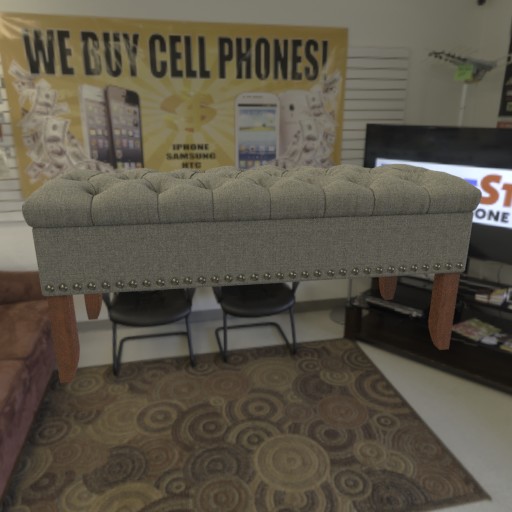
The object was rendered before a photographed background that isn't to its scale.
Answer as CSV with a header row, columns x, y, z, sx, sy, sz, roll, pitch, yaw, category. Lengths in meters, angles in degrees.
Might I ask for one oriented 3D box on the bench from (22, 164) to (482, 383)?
x,y,z,sx,sy,sz,roll,pitch,yaw,category
0.000,0.000,1.244,1.052,0.470,0.417,-3,18,-9,bench
